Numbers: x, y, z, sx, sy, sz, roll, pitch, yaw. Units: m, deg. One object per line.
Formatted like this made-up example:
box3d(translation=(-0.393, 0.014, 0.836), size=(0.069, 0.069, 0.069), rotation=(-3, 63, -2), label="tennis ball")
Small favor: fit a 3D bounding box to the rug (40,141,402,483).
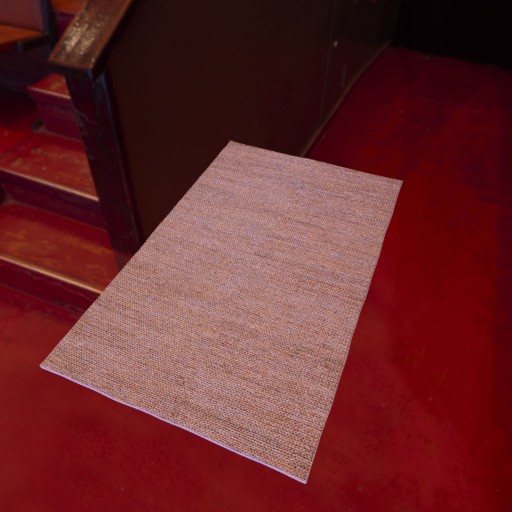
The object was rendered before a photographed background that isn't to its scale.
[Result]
box3d(translation=(0.000, 0.000, 2.972), size=(1.521, 0.034, 2.438), rotation=(17, 49, 16), label="rug")
